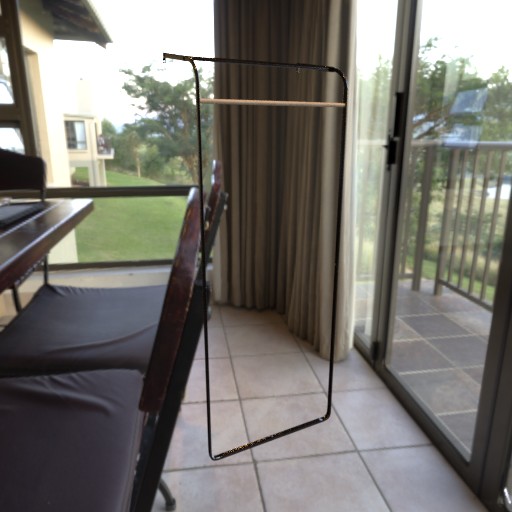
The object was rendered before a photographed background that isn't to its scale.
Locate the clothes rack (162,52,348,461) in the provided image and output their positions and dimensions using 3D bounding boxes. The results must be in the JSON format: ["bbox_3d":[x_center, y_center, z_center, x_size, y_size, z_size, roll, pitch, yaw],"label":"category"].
[{"bbox_3d":[0.000,0.000,1.857,0.609,1.574,0.349,-8,18,-27],"label":"clothes rack"}]
